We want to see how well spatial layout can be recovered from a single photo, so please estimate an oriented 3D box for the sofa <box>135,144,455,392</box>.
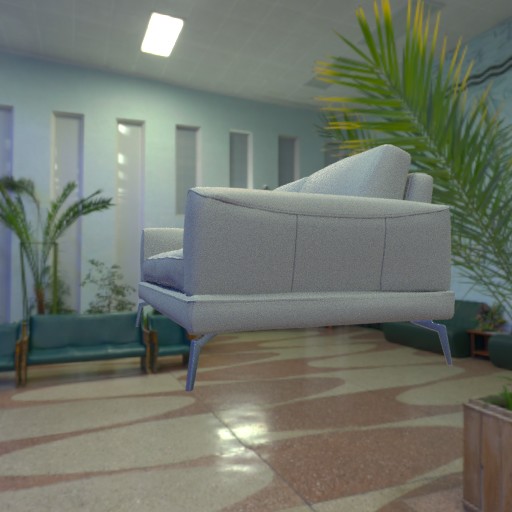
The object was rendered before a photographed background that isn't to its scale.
[{"bbox_3d":[0.000,0.000,2.404,1.121,0.930,1.819,1,-2,-20],"label":"sofa"}]
